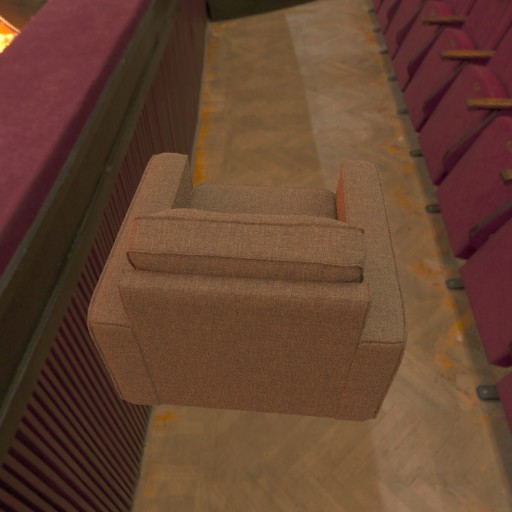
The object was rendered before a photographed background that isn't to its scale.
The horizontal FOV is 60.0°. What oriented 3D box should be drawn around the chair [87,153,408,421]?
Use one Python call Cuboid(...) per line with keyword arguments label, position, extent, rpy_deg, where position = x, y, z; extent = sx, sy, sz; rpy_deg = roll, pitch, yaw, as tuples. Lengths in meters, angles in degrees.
Cuboid(label="chair", position=(0.000, 0.000, 1.744), extent=(1.016, 0.914, 0.940), rpy_deg=(3, 47, 3))
